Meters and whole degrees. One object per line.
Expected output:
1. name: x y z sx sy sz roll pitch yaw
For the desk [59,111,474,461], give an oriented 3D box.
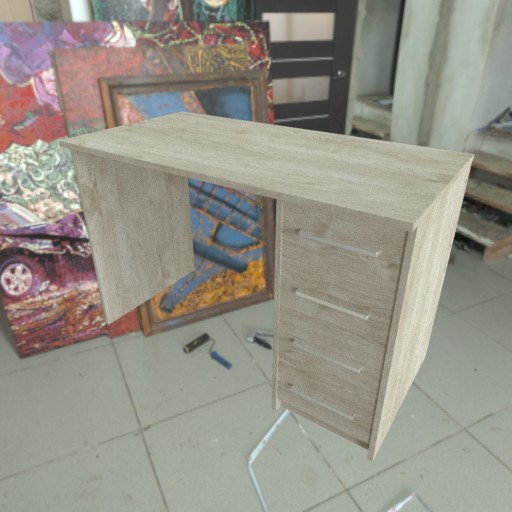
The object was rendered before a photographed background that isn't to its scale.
1. desk: 0.000 0.000 1.477 1.096 0.730 0.560 18 33 29
